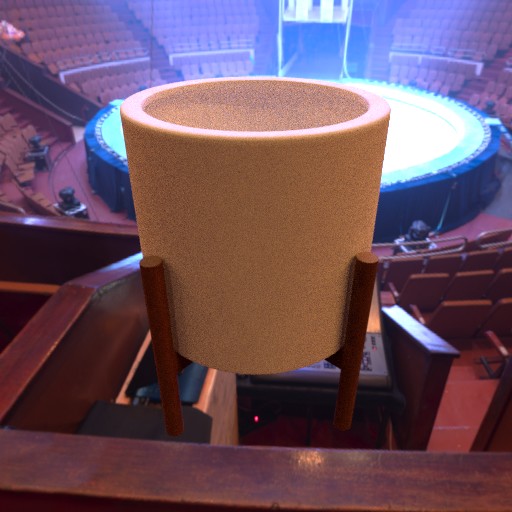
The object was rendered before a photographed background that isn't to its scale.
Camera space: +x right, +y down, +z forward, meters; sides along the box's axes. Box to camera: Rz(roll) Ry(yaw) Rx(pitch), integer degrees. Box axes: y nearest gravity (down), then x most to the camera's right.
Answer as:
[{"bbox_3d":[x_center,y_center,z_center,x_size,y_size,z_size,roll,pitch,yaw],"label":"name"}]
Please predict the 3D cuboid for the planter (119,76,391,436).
[{"bbox_3d":[0.000,0.000,0.853,0.421,0.581,0.420,0,31,0],"label":"planter"}]
